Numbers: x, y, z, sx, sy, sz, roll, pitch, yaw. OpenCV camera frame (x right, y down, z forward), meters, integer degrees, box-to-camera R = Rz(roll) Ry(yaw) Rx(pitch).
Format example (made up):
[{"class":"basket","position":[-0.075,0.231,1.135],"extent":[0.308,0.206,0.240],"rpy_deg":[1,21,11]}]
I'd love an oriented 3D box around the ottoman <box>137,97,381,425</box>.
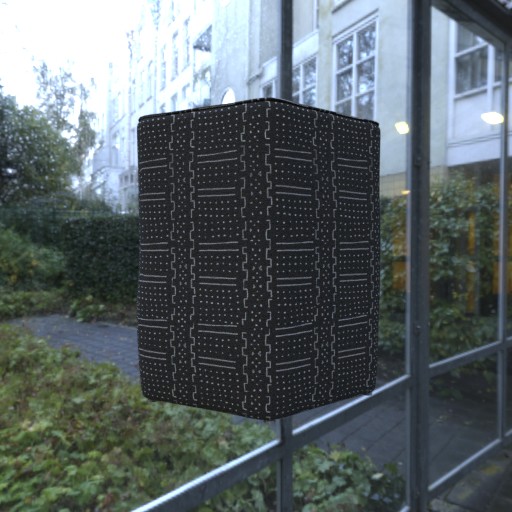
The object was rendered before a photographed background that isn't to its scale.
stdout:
[{"class":"ottoman","position":[0.000,0.000,0.902],"extent":[0.494,0.502,0.443],"rpy_deg":[-1,2,-35]}]
